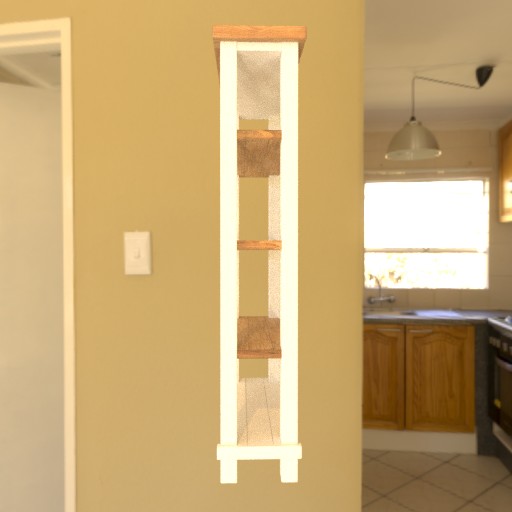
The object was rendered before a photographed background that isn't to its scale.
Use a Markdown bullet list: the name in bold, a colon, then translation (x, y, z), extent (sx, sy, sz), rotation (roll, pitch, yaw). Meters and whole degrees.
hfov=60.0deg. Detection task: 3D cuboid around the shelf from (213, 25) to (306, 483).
- **shelf**: translation (0.000, 0.000, 2.315), extent (0.381, 1.878, 1.022), rotation (0, 1, -2)
